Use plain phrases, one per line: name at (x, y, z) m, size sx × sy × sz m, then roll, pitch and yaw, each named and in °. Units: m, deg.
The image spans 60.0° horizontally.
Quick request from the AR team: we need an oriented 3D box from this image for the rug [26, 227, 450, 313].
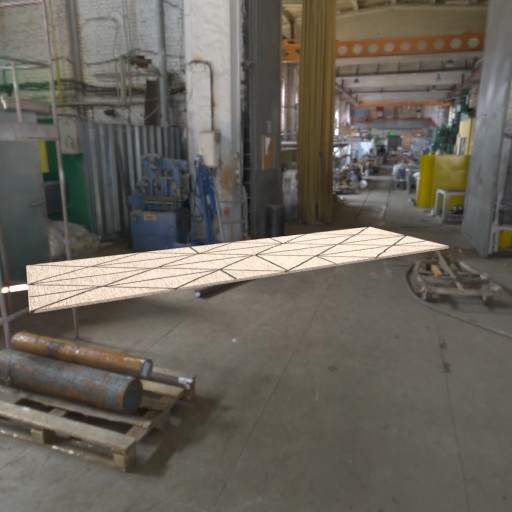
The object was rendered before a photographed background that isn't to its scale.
rug at (0.000, 0.000, 2.645) m, size 2.438 × 0.012 × 0.762 m, roll -7°, pitch 16°, yaw -27°
